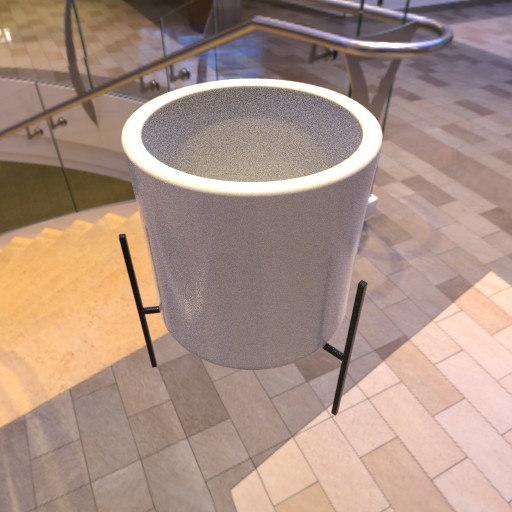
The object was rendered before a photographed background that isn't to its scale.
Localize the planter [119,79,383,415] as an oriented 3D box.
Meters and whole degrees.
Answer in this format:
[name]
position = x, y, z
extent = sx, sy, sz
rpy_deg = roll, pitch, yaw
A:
[planter]
position = 0.000, 0.000, 0.735
extent = 0.360, 0.480, 0.361
rpy_deg = 11, 42, 13
